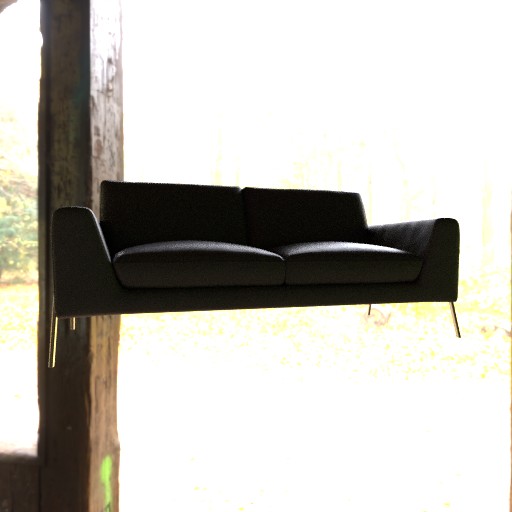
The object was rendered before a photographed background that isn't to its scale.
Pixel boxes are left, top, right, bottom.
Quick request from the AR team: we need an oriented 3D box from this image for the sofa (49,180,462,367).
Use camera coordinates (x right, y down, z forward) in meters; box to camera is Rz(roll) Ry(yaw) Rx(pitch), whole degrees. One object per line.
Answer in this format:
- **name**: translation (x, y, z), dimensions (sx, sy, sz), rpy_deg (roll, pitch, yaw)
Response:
- **sofa**: translation (0.000, 0.000, 2.498), dimensions (2.017, 0.875, 0.953), rpy_deg (0, 1, -17)
